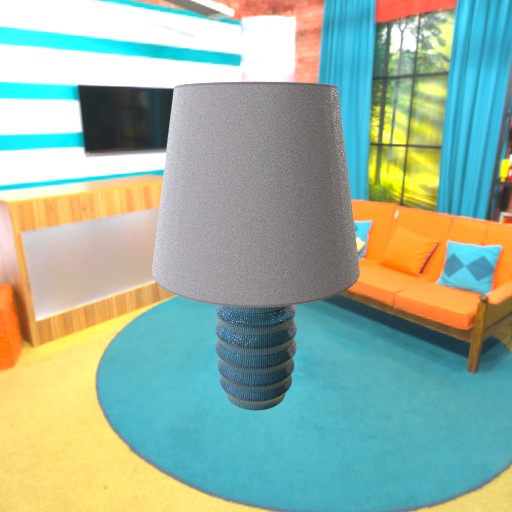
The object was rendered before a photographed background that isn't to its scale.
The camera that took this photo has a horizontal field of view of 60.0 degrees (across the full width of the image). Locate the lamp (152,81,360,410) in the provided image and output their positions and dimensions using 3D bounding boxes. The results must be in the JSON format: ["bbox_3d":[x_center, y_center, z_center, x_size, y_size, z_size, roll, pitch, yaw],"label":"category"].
[{"bbox_3d":[0.000,0.000,0.551,0.254,0.392,0.254,0,18,0],"label":"lamp"}]
